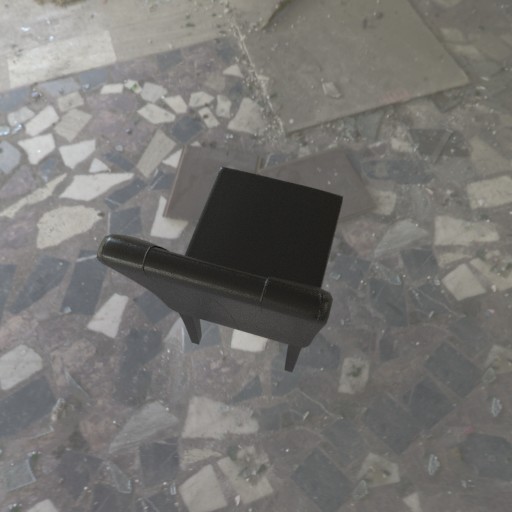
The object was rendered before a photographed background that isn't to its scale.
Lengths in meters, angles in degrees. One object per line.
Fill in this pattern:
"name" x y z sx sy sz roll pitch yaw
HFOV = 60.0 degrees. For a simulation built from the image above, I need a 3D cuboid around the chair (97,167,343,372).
"chair" 0.000 0.000 1.201 0.399 0.897 0.556 15 65 7
